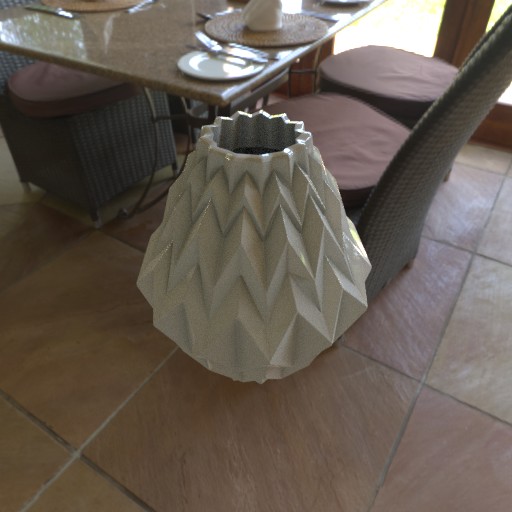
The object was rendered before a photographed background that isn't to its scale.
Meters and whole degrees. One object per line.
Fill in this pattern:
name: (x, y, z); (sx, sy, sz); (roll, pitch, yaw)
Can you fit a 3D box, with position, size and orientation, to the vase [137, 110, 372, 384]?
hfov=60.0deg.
vase: (0.000, 0.000, 0.309); (0.164, 0.185, 0.164); (0, 41, 0)
